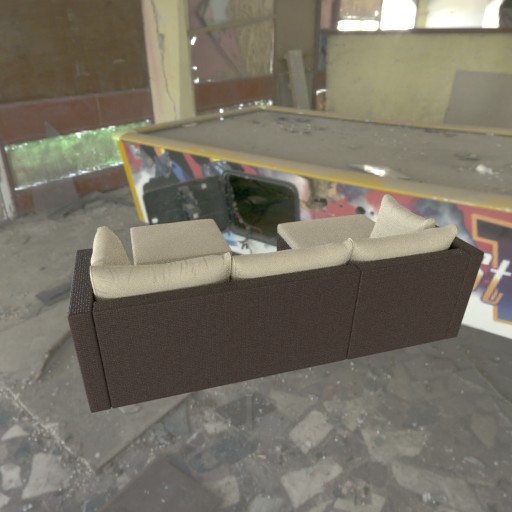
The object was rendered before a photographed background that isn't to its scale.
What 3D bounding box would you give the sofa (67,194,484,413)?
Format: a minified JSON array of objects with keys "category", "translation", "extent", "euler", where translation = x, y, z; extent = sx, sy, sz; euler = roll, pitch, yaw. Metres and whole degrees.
[{"category":"sofa","translation":[0.000,0.000,2.991],"extent":[2.192,0.766,1.612],"euler":[-8,27,-15]}]
